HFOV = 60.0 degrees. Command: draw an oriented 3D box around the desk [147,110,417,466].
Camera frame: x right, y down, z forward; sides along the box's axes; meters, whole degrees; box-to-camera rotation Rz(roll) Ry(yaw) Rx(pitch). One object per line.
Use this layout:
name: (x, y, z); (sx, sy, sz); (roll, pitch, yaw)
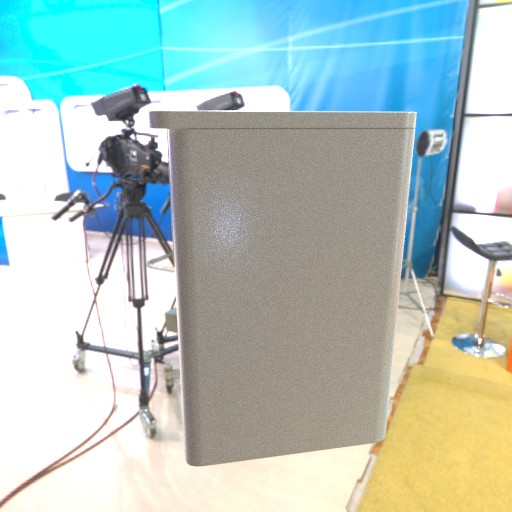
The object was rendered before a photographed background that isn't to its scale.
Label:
desk: (0.000, 0.000, 1.325); (0.549, 0.800, 0.762); (-3, 17, -10)
